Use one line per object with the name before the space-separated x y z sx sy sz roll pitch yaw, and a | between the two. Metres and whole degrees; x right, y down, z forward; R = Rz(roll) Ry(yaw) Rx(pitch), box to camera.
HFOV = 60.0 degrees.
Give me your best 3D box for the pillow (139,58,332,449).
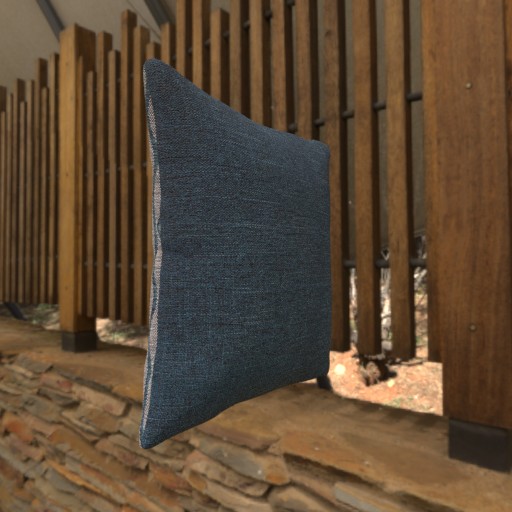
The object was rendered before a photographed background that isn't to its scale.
pillow | 0.000 0.000 0.664 0.159 0.435 0.435 -1 -2 35
